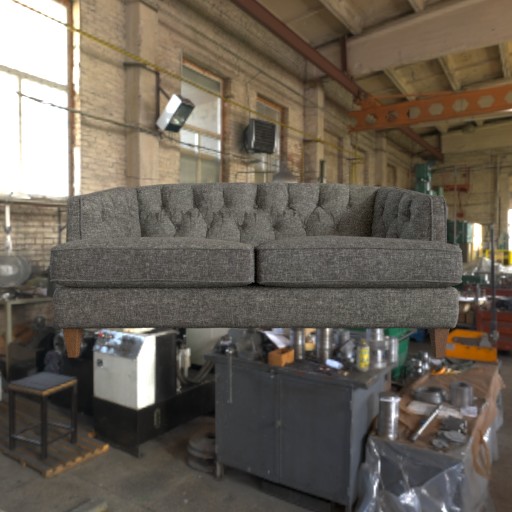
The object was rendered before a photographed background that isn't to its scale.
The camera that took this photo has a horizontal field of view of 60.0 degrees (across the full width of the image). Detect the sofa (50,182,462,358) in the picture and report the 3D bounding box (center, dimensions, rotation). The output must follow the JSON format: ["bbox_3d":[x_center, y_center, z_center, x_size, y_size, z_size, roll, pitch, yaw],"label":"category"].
[{"bbox_3d":[0.000,0.000,2.261,1.733,0.855,0.941,0,1,0],"label":"sofa"}]
